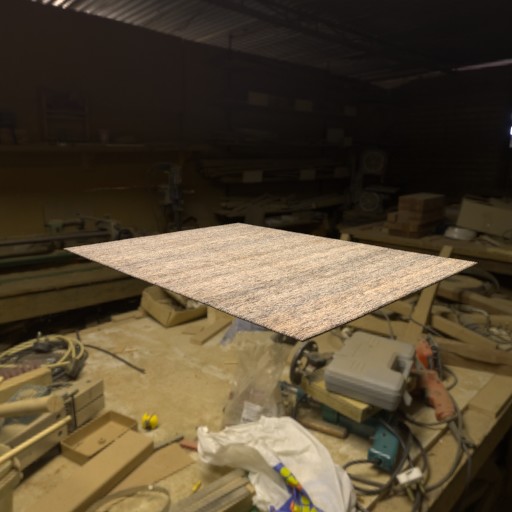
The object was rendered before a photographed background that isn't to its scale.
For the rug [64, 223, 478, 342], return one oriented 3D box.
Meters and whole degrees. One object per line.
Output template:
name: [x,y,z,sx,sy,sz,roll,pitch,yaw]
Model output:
rug: [0.000,0.000,4.253,2.414,0.036,3.199,-12,18,-43]
